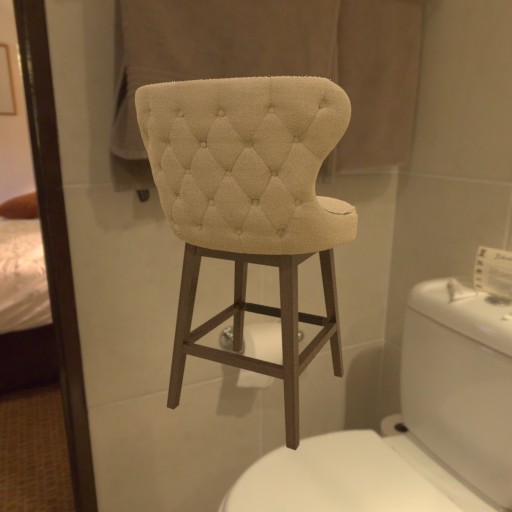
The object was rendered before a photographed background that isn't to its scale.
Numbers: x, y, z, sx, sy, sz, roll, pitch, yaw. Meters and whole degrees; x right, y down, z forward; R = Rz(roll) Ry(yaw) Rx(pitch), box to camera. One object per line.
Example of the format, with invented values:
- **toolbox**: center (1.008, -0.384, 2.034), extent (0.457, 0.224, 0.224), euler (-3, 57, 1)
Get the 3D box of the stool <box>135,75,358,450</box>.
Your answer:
- **stool**: center (0.000, 0.000, 1.368), extent (0.615, 0.972, 0.597), euler (8, 17, 26)
